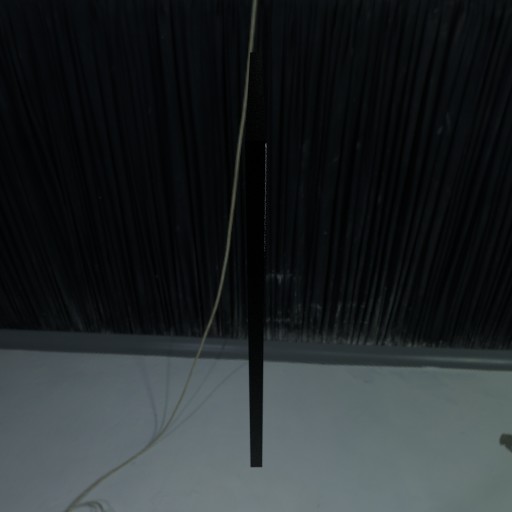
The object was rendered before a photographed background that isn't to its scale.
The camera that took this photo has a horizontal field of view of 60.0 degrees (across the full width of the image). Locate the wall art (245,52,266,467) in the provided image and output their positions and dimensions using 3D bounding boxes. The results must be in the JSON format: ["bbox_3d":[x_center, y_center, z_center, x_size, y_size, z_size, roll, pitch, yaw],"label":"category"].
[{"bbox_3d":[0.000,0.000,1.422,0.040,1.062,0.805,0,35,0],"label":"wall art"}]
